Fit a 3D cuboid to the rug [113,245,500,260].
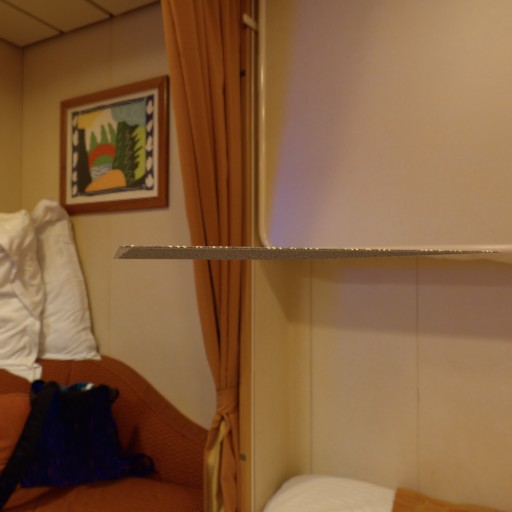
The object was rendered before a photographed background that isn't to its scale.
[{"bbox_3d":[0.000,0.000,4.051,2.457,0.012,3.062,1,-2,-18],"label":"rug"}]
